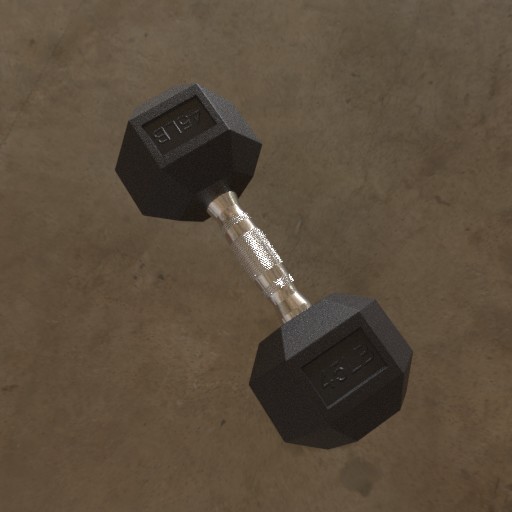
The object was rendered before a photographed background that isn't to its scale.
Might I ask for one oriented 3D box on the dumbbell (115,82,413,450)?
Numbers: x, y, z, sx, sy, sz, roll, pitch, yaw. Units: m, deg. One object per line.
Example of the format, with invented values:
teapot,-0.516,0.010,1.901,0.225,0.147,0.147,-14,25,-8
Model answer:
dumbbell,0.000,0.000,0.425,0.141,0.123,0.356,-32,78,-8
